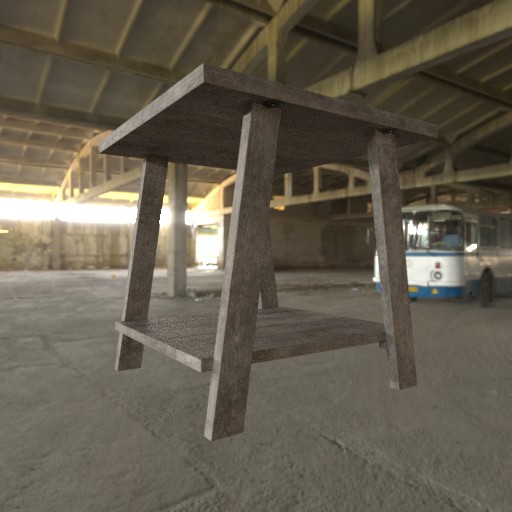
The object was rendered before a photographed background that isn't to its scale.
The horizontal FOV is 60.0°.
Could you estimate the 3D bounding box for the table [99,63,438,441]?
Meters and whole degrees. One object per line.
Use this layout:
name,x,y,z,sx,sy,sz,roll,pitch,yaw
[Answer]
table,0.000,0.000,1.114,0.610,0.610,0.610,0,1,-34
